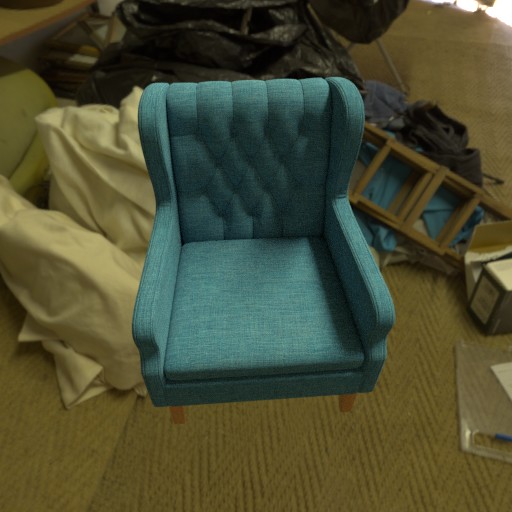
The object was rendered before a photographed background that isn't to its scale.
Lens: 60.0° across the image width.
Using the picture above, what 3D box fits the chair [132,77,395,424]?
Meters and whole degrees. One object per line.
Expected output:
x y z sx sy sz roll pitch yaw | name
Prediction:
0.000 0.000 1.496 0.711 0.952 0.775 -3 46 -3 | chair
